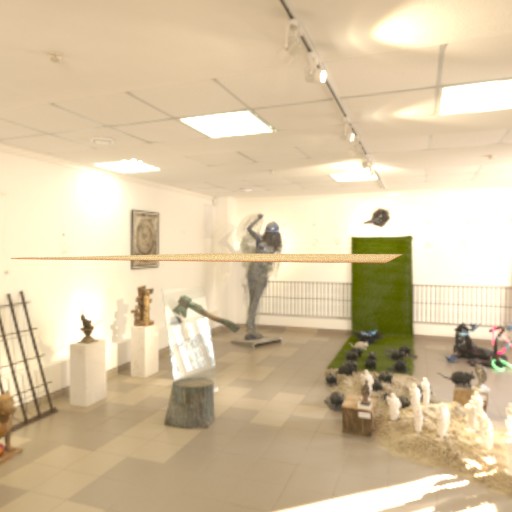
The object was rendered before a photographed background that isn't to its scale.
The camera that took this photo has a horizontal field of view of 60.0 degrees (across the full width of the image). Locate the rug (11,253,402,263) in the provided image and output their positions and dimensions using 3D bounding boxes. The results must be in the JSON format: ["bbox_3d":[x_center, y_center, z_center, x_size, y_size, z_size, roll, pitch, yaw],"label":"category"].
[{"bbox_3d":[0.000,0.000,4.005,2.436,0.011,3.045,0,1,20],"label":"rug"}]
